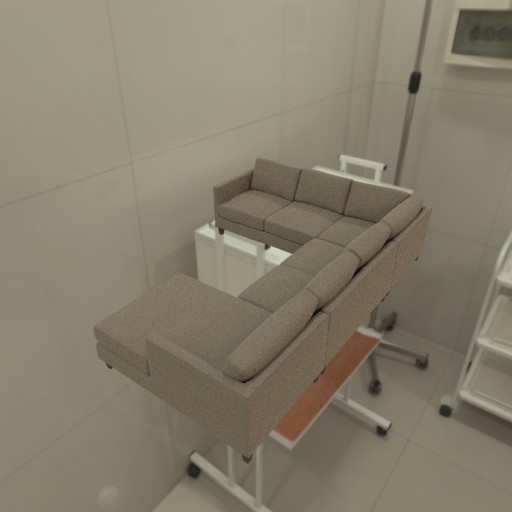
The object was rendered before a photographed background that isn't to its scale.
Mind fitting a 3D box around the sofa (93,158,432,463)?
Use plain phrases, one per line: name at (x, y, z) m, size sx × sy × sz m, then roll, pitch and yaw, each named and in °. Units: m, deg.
sofa at (0.000, 0.000, 4.551) m, size 2.424 × 0.865 × 3.438 m, roll 21°, pitch 37°, yaw 31°
